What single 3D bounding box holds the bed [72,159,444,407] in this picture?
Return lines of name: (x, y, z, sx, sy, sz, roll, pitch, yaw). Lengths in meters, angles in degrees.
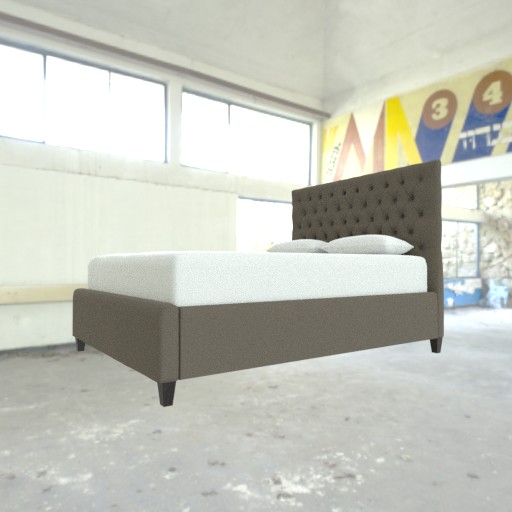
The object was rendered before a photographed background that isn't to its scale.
bed: (0.000, 0.000, 3.319, 2.233, 1.426, 1.696, 1, -1, -35)
